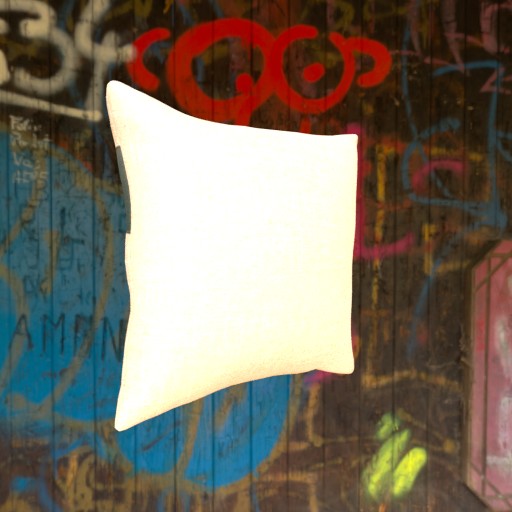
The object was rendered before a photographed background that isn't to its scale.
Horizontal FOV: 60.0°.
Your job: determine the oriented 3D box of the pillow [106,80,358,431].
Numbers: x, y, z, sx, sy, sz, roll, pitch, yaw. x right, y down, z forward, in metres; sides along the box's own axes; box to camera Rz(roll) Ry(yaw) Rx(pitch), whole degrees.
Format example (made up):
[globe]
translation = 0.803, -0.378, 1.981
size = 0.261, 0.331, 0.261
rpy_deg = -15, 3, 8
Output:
[pillow]
translation = 0.000, 0.000, 0.623
size = 0.414, 0.399, 0.173
rpy_deg = -1, 2, -36
